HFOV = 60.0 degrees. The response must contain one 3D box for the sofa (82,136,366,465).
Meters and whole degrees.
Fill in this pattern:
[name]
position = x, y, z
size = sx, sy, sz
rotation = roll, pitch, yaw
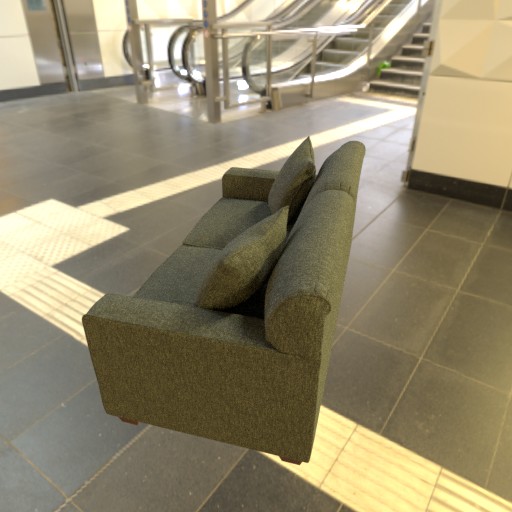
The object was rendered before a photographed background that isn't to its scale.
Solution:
[sofa]
position = 0.000, 0.000, 2.466
size = 0.998, 0.958, 1.846
rotation = 8, 31, 13
